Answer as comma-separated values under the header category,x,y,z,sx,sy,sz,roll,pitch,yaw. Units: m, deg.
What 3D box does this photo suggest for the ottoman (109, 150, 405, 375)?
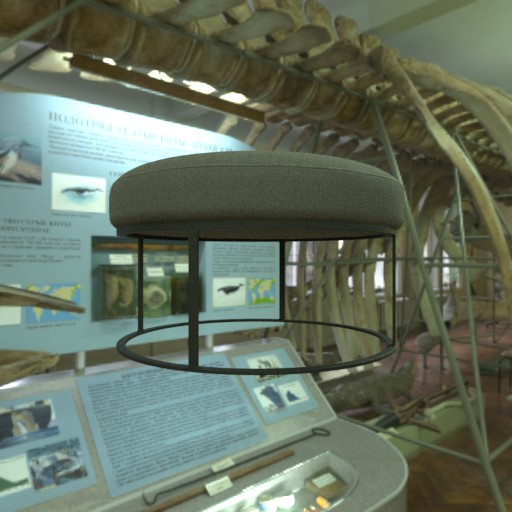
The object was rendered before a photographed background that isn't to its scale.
category,x,y,z,sx,sy,sz,roll,pitch,yaw
ottoman,0.000,0.000,1.216,0.772,0.460,0.772,0,0,0
